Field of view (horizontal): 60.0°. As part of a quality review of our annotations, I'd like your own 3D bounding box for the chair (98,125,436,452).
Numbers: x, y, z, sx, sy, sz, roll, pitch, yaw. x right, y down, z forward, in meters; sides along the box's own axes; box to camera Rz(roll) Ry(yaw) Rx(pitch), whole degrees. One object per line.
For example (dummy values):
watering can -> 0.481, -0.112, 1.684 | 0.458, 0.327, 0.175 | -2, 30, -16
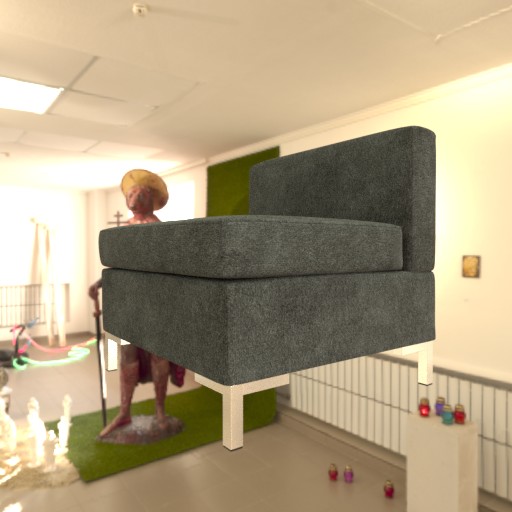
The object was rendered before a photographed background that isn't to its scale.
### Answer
chair -> 0.000, 0.000, 1.204 | 0.680, 0.660, 0.680 | -1, 1, -37
